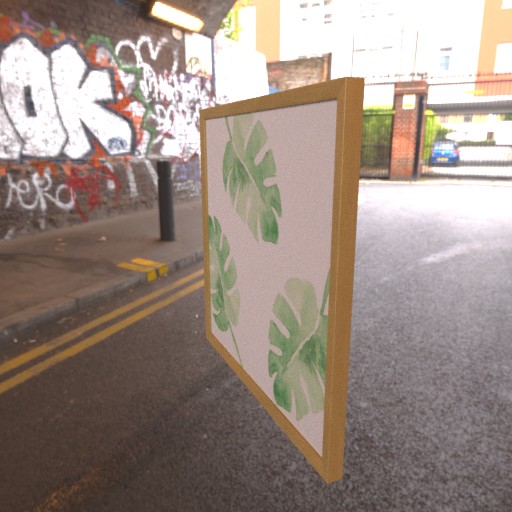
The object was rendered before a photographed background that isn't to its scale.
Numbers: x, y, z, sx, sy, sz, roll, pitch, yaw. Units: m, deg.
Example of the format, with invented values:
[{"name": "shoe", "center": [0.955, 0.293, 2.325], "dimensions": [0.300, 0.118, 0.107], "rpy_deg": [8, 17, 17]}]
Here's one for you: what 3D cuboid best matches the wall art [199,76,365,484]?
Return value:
[{"name": "wall art", "center": [0.000, 0.000, 1.136], "dimensions": [0.037, 0.763, 0.763], "rpy_deg": [-6, 15, -24]}]
